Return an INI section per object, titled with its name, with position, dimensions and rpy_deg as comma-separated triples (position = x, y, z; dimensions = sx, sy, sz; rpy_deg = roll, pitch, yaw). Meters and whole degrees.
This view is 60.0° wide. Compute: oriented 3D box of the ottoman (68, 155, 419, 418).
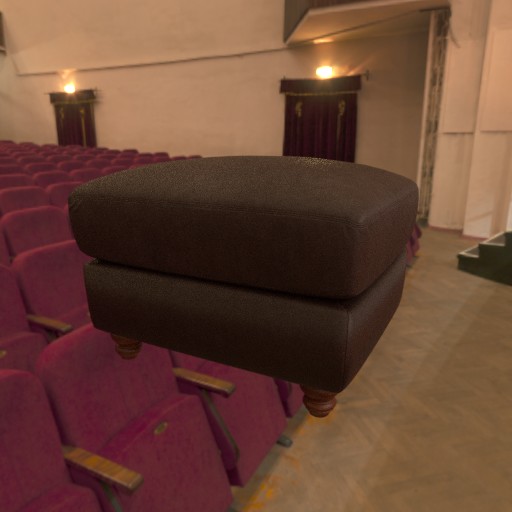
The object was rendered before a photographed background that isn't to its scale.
[ottoman]
position = 0.000, 0.000, 1.297
dimensions = 0.806, 0.569, 0.670
rpy_deg = 8, 16, 27
